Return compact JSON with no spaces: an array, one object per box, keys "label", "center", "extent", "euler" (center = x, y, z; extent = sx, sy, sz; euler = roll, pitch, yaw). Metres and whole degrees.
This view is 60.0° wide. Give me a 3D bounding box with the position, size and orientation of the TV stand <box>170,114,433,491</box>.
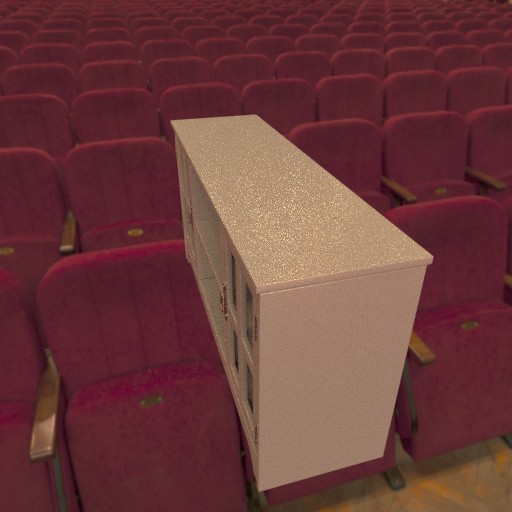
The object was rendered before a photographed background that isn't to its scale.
[{"label":"TV stand","center":[0.000,0.000,1.414],"extent":[0.344,0.603,1.167],"euler":[-9,32,-14]}]
